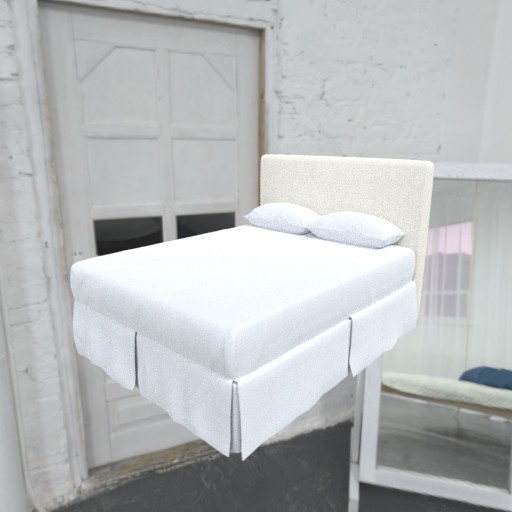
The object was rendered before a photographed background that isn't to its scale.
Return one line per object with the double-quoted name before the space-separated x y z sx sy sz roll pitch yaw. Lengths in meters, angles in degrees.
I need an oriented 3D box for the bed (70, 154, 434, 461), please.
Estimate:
"bed" 0.000 0.000 3.204 1.713 1.330 2.142 14 21 41
